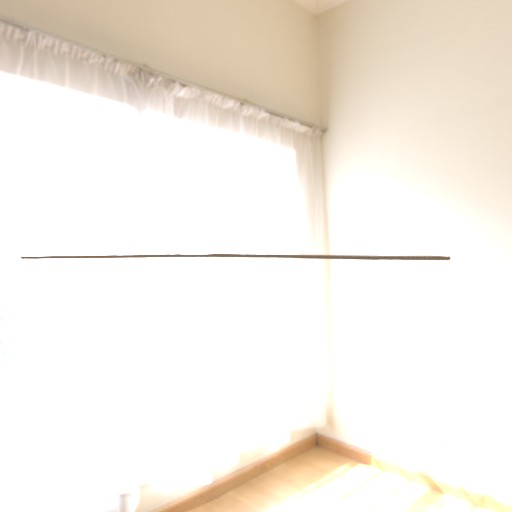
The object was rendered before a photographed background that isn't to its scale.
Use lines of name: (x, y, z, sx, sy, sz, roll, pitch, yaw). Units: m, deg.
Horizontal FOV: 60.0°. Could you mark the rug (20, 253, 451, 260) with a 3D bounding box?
rug: (0.000, 0.000, 4.237, 3.245, 0.046, 2.467, 0, 0, 19)
